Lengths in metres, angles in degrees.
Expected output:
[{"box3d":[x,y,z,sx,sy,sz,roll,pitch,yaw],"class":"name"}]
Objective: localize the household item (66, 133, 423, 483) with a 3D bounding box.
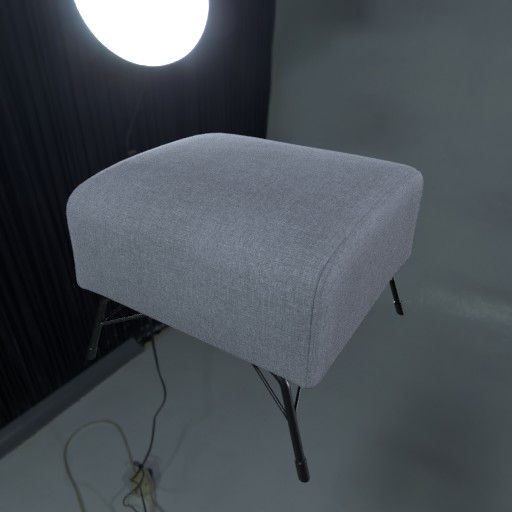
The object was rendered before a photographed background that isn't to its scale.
[{"box3d":[0.000,0.000,0.912,0.530,0.410,0.530,18,34,28],"class":"household item"}]
